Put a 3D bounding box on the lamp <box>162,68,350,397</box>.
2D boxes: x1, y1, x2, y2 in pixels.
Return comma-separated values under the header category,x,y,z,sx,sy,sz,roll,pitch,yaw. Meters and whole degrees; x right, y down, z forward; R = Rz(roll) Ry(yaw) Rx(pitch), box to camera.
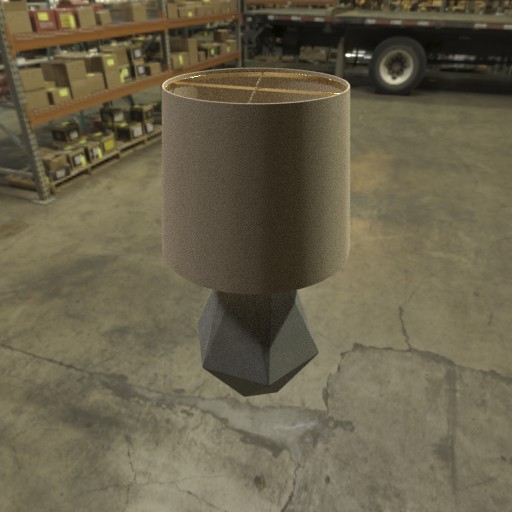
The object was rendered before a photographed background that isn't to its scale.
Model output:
category,x,y,z,sx,sy,sz,roll,pitch,yaw
lamp,0.000,0.000,0.677,0.276,0.501,0.276,0,31,0
